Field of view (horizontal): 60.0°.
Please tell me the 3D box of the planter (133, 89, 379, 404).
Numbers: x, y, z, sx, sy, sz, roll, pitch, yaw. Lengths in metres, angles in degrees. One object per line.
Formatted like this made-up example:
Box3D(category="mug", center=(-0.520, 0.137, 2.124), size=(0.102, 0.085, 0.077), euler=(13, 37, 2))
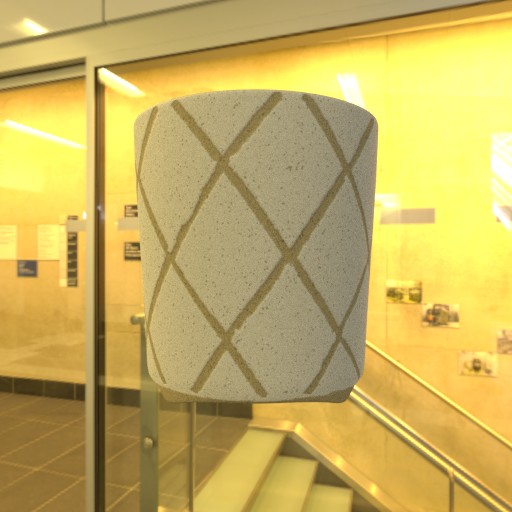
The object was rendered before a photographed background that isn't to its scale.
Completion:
Box3D(category="planter", center=(0.000, 0.000, 0.358), size=(0.191, 0.199, 0.191), euler=(0, 0, 0))
